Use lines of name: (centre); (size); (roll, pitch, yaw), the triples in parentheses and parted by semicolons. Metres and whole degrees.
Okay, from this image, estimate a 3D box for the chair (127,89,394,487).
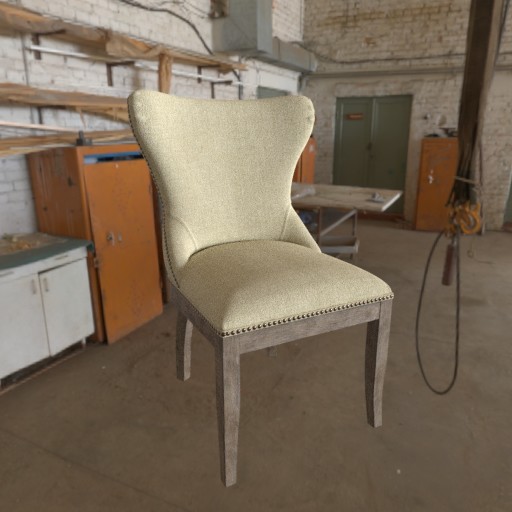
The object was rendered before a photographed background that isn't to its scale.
chair: (0.000, 0.000, 1.409); (0.654, 1.002, 0.681); (-8, 18, -27)
